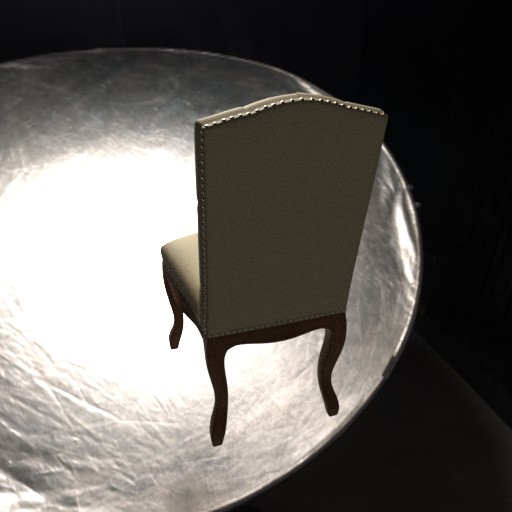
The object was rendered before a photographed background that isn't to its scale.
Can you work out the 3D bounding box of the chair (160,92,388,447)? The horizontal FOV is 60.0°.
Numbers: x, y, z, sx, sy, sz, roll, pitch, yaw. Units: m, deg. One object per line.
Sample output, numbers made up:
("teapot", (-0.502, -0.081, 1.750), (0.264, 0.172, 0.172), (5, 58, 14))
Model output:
("chair", (0.000, 0.000, 1.551), (0.623, 1.165, 0.715), (-8, 29, -15))
